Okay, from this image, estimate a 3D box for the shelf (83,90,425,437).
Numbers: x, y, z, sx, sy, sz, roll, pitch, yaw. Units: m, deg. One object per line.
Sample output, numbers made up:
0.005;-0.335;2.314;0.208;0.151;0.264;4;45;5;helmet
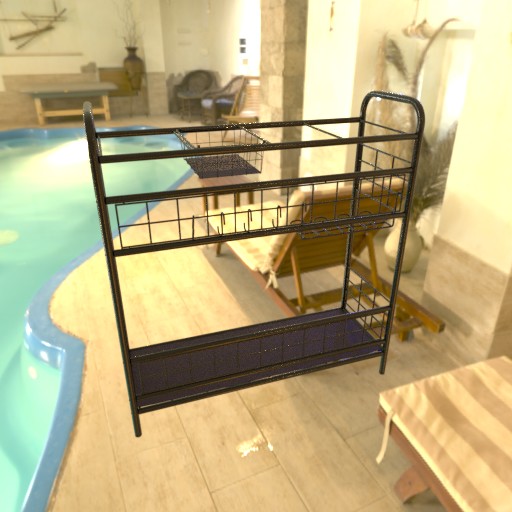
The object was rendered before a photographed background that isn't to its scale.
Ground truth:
0.000;0.000;1.522;0.961;1.026;0.350;-9;27;-17;shelf
